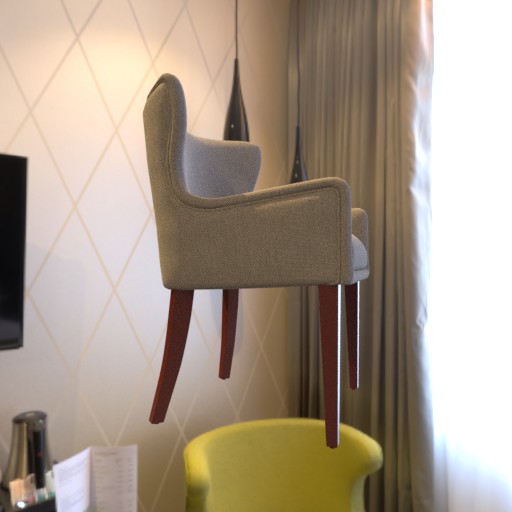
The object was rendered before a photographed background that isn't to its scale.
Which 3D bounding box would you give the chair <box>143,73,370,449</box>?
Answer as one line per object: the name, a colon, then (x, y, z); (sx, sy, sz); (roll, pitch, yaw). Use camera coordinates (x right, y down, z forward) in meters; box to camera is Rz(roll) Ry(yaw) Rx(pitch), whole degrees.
chair: (0.000, 0.000, 1.435); (0.677, 0.948, 0.732); (0, -1, 18)
